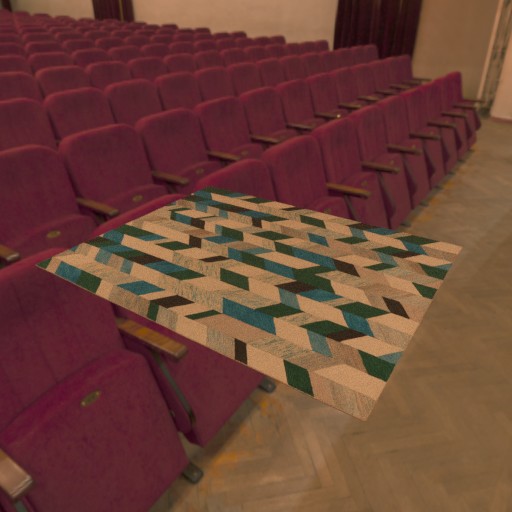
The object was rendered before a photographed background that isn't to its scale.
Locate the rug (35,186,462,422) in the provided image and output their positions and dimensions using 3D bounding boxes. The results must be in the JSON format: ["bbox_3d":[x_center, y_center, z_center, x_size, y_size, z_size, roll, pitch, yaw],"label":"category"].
[{"bbox_3d":[0.000,0.000,4.002,3.036,0.008,2.440,18,33,29],"label":"rug"}]
